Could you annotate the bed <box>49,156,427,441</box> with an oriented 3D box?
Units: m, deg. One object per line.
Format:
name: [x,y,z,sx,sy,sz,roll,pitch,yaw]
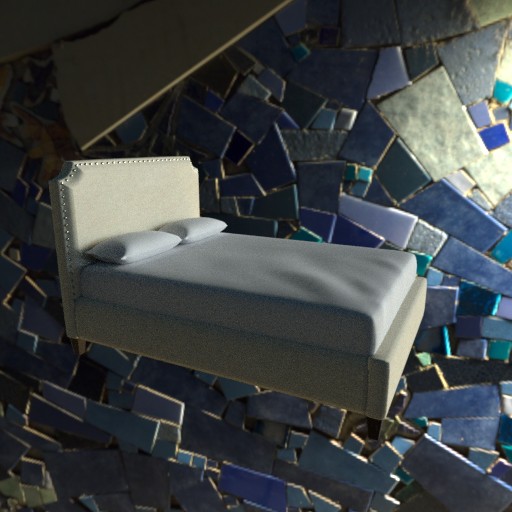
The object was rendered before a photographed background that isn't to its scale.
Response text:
bed: [0.000,0.000,3.449,2.381,1.457,1.713,7,16,26]
